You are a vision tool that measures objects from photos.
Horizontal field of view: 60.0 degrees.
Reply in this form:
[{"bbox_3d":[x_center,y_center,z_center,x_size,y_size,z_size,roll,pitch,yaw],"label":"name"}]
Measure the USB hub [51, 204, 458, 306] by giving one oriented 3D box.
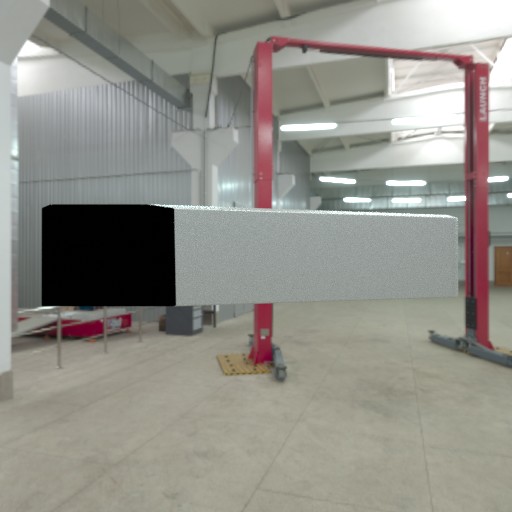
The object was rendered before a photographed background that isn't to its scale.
[{"bbox_3d":[0.000,0.000,0.129,0.110,0.023,0.044,0,0,-18],"label":"USB hub"}]
